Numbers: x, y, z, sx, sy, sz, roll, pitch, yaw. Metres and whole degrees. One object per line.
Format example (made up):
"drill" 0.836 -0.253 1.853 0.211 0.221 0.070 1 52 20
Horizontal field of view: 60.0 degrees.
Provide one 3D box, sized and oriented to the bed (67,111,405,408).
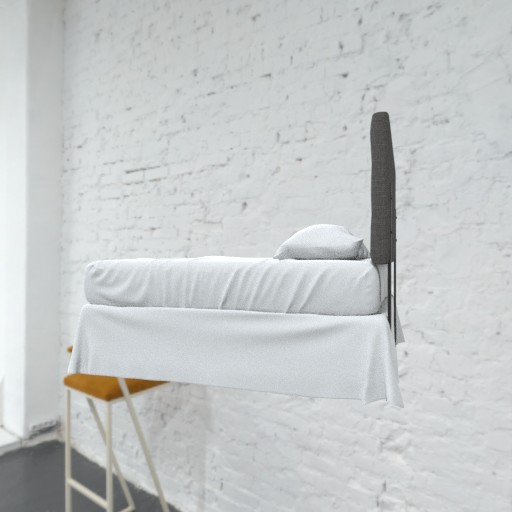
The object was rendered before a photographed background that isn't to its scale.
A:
"bed" 0.000 0.000 3.479 2.222 1.577 1.936 0 0 19
